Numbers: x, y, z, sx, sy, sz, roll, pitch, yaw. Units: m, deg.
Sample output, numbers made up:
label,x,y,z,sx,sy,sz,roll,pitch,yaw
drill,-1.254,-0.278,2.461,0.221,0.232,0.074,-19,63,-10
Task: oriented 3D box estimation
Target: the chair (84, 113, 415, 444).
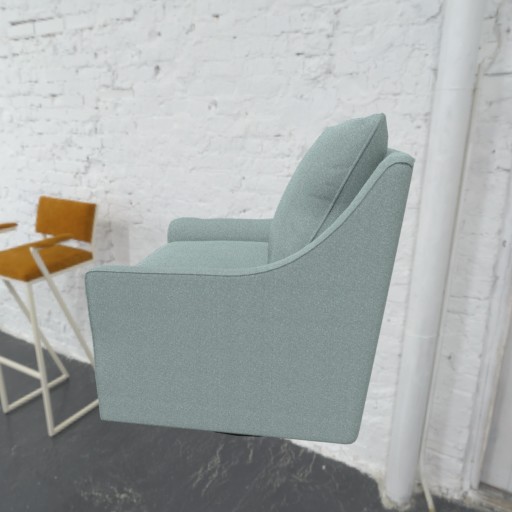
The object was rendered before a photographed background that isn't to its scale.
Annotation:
label,x,y,z,sx,sy,sz,roll,pitch,yaw
chair,0.000,0.000,1.531,0.870,0.926,0.760,2,16,8
